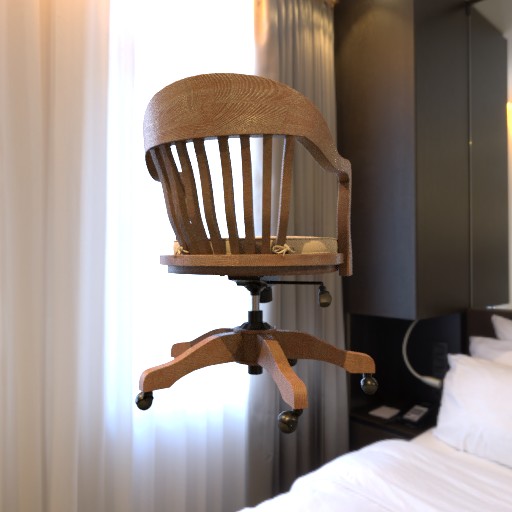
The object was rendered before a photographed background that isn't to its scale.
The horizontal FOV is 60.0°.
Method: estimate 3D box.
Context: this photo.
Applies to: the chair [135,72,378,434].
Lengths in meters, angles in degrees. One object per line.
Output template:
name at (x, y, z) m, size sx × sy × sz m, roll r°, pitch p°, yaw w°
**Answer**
chair at (0.000, 0.000, 1.441) m, size 0.750 × 0.878 × 0.788 m, roll 0°, pitch -1°, yaw 19°
